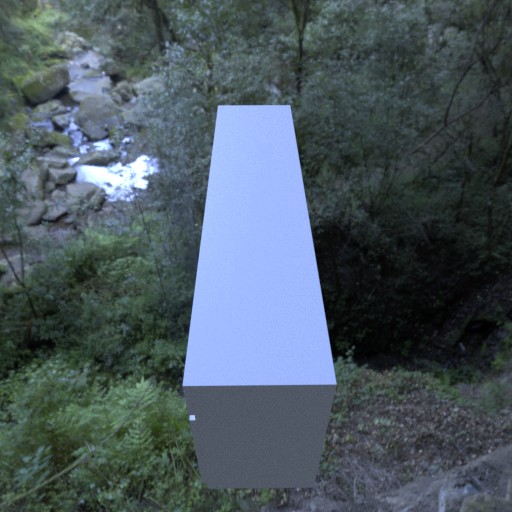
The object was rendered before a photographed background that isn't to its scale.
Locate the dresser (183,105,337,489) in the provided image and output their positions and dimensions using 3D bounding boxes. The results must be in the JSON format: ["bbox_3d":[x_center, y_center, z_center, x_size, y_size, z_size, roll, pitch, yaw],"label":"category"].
[{"bbox_3d":[0.000,0.000,2.537,0.500,0.840,2.200,0,42,0],"label":"dresser"}]
